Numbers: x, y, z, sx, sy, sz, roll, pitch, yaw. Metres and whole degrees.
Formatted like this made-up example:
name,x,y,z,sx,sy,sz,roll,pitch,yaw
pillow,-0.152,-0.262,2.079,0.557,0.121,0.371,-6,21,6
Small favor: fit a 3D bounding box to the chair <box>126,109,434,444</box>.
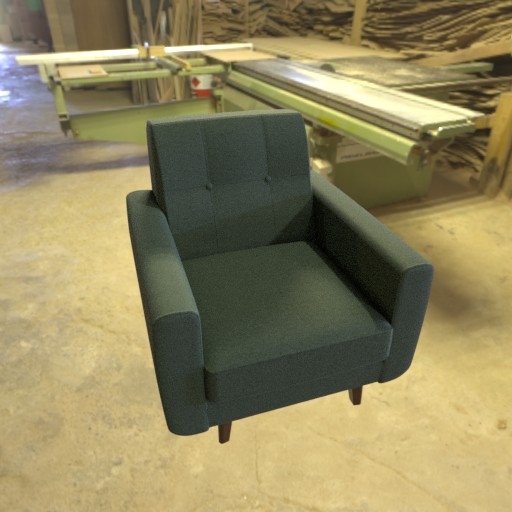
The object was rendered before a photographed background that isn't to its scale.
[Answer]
name,x,y,z,sx,sy,sz,roll,pitch,yaw
chair,0.000,0.000,1.584,0.831,0.841,0.909,-10,32,-16
